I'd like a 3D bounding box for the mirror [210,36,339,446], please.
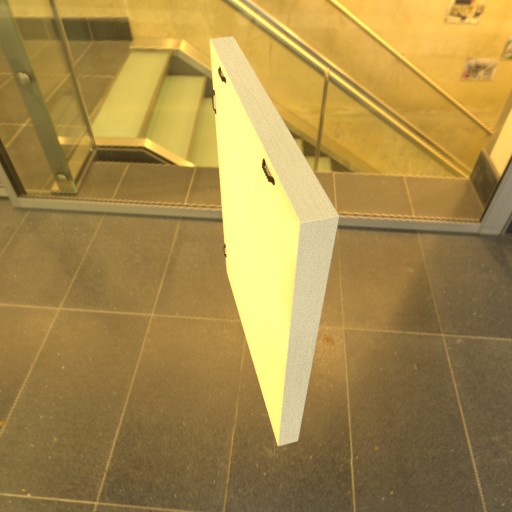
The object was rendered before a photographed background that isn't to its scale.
[{"bbox_3d":[0.000,0.000,0.695,0.041,0.509,0.406,-11,48,-10],"label":"mirror"}]
